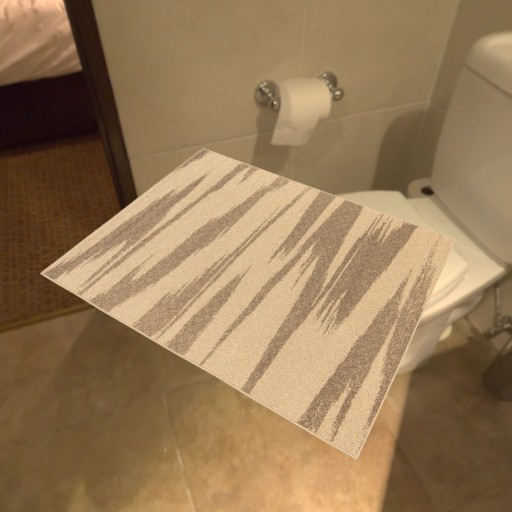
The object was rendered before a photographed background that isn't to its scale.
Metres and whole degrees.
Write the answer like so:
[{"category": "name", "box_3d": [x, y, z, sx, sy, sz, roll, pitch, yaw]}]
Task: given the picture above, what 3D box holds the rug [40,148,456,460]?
[{"category": "rug", "box_3d": [0.000, 0.000, 3.982, 2.945, 0.014, 2.353, 24, 50, 22]}]
